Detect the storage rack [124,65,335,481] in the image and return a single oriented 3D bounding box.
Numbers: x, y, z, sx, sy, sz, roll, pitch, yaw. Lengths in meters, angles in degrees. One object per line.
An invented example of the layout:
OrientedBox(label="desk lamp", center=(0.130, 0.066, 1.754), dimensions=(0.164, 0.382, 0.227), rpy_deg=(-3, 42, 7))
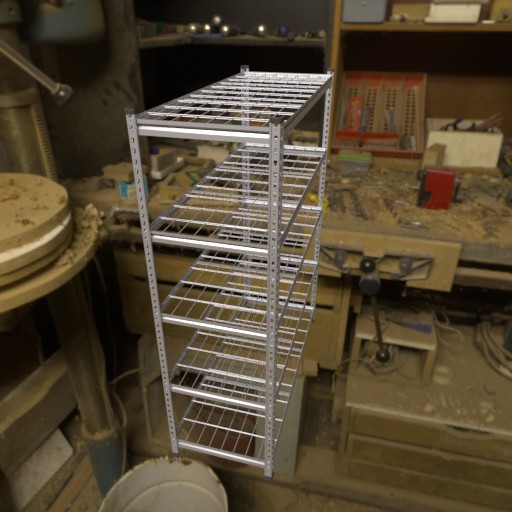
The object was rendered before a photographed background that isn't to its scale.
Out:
OrientedBox(label="storage rack", center=(0.000, 0.000, 2.706), dimensions=(0.610, 1.981, 1.524), rpy_deg=(8, 30, 14))
